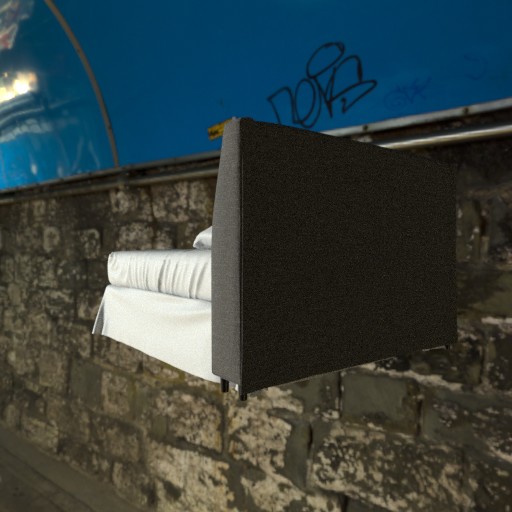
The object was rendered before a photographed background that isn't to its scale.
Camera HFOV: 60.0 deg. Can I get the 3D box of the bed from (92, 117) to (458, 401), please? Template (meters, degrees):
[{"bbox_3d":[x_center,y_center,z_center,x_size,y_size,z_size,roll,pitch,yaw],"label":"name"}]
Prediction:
[{"bbox_3d":[0.000,0.000,3.475,1.925,1.332,2.276,0,1,-37],"label":"bed"}]
